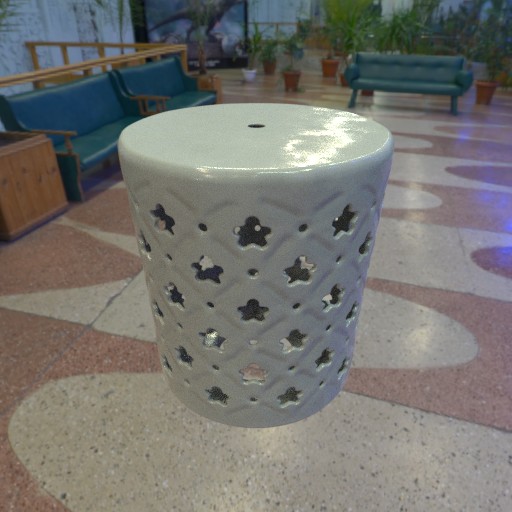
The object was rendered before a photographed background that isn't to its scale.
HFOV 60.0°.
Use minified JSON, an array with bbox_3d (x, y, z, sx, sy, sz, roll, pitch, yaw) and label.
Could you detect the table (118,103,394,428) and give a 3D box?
[{"bbox_3d":[0.000,0.000,0.667,0.352,0.387,0.352,0,29,0],"label":"table"}]
